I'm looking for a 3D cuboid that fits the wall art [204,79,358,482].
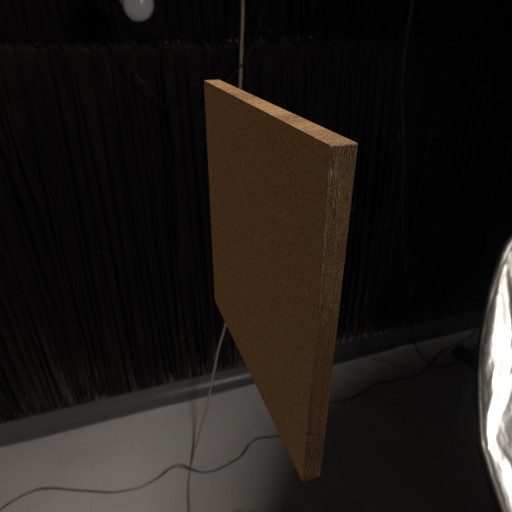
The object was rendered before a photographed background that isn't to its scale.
[{"bbox_3d":[0.000,0.000,0.905,0.042,0.608,0.611,-10,31,-17],"label":"wall art"}]
